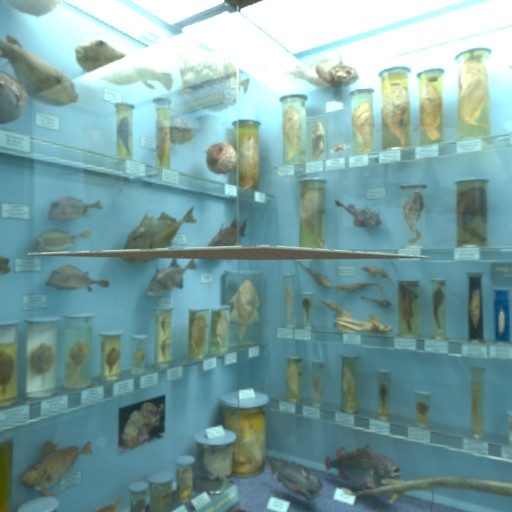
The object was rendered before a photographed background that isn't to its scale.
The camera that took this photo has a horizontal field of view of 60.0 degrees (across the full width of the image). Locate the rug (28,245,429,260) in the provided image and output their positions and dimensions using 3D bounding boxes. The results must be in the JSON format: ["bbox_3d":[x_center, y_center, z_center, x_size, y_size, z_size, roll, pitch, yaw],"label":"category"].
[{"bbox_3d":[0.000,0.000,3.913,2.211,0.021,2.910,-1,-2,36],"label":"rug"}]
